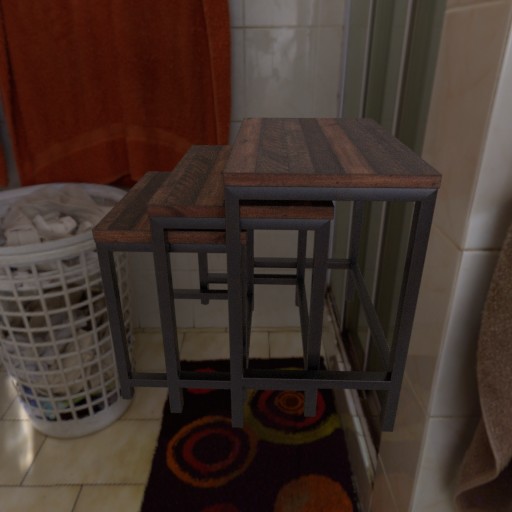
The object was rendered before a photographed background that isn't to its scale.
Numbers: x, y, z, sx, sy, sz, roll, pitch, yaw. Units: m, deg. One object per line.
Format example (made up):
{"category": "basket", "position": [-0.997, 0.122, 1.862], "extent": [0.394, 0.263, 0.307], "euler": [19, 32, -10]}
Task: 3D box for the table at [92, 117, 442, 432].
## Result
{"category": "table", "position": [0.000, 0.000, 1.174], "extent": [0.660, 0.616, 0.608], "euler": [1, 26, 2]}
